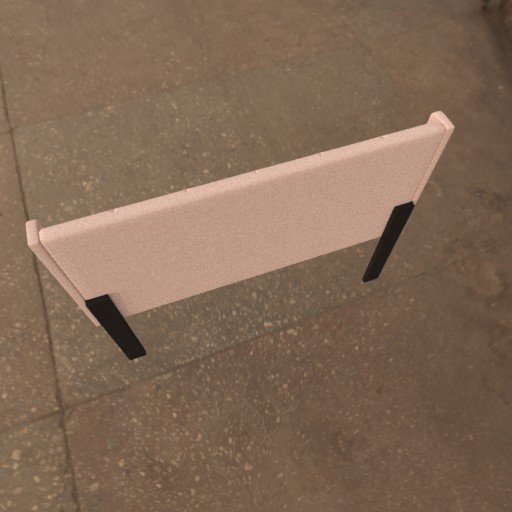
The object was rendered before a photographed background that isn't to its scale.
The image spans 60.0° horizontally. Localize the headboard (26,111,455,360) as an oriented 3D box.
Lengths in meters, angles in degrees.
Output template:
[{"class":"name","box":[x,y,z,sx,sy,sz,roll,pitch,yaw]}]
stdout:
[{"class":"headboard","box":[0.000,0.000,2.695,2.051,1.524,0.184,-17,61,-10]}]
